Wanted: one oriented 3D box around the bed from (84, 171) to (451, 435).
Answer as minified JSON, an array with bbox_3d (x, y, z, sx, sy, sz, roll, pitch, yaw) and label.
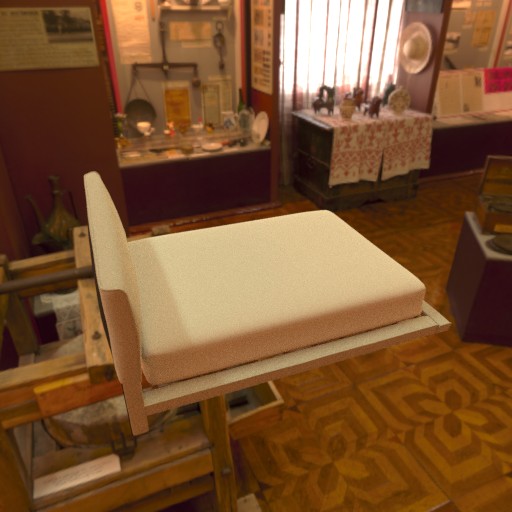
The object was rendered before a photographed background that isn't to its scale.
[{"bbox_3d":[0.000,0.000,3.457,2.368,1.067,1.840,-11,32,-18],"label":"bed"}]
